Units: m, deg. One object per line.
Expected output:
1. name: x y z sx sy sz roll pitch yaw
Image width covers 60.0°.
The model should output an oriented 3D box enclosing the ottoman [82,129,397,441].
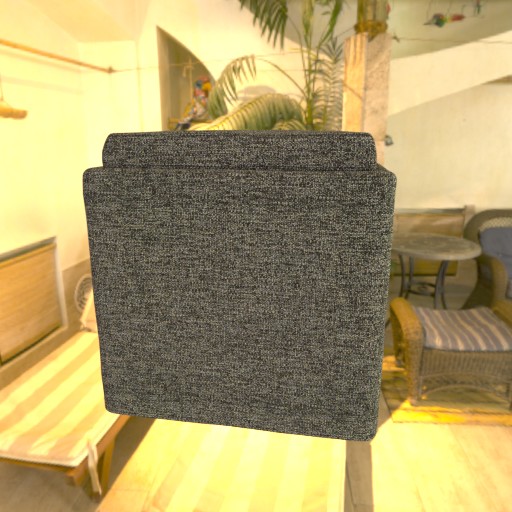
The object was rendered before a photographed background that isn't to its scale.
1. ottoman: 0.000 0.000 0.849 0.450 0.463 0.450 3 15 10
